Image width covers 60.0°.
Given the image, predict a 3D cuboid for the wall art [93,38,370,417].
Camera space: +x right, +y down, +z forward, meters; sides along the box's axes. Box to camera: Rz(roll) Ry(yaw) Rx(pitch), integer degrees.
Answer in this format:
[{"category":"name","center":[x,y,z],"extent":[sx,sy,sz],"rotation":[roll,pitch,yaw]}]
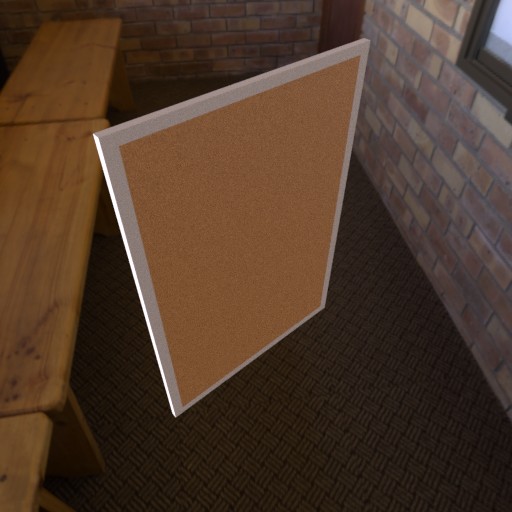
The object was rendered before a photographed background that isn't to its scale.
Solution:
[{"category":"wall art","center":[0.000,0.000,0.814],"extent":[0.456,0.656,0.013],"rotation":[-31,52,-28]}]
